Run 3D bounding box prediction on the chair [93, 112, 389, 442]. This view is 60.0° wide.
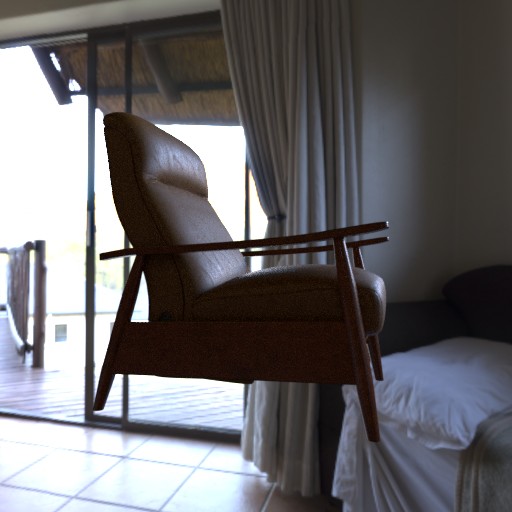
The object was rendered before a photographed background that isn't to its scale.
[{"bbox_3d":[0.000,0.000,1.761,1.014,1.082,0.762,0,-1,17],"label":"chair"}]
